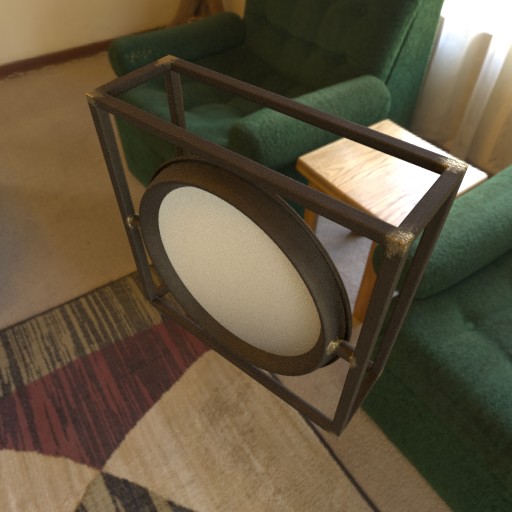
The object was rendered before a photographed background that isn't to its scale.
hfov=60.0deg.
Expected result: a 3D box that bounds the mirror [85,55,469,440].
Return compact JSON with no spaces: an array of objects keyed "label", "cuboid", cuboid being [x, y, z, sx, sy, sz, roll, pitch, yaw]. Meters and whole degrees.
[{"label":"mirror","cuboid":[0.000,0.000,0.465,0.306,0.303,0.107,30,54,25]}]
